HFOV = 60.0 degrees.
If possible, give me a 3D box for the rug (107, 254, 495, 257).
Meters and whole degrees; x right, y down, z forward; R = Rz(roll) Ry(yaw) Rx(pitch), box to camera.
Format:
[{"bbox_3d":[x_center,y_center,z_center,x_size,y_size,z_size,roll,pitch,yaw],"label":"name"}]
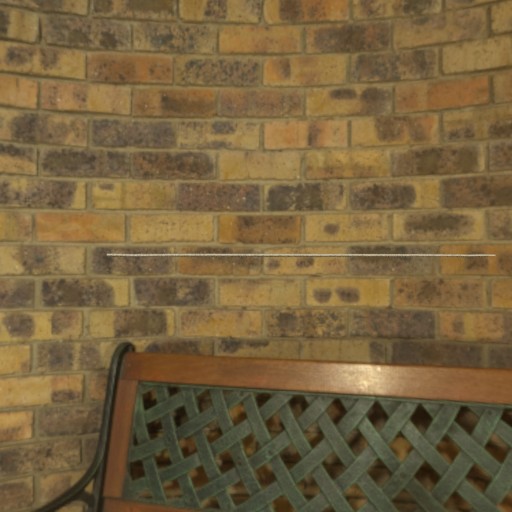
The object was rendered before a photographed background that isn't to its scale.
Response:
[{"bbox_3d":[0.000,0.000,4.070,2.451,0.026,3.069,0,0,-16],"label":"rug"}]
